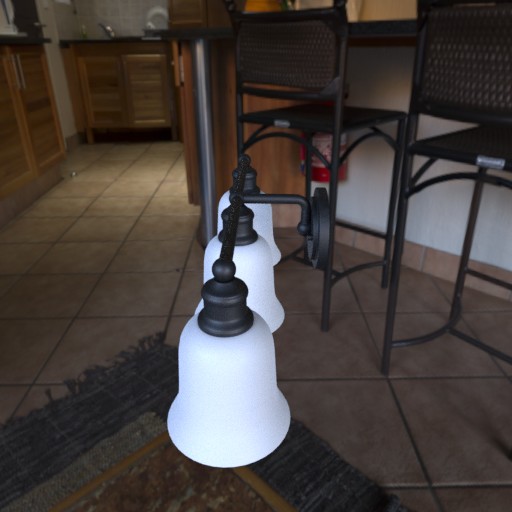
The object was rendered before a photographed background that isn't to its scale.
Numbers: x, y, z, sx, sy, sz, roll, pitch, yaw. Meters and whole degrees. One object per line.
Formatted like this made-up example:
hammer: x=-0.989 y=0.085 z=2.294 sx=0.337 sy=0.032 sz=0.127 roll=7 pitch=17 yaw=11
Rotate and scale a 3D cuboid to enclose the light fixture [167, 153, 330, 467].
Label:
light fixture: x=0.000 y=0.000 z=0.670 sx=0.198 sy=0.211 sz=0.570 roll=1 pitch=27 yaw=1
